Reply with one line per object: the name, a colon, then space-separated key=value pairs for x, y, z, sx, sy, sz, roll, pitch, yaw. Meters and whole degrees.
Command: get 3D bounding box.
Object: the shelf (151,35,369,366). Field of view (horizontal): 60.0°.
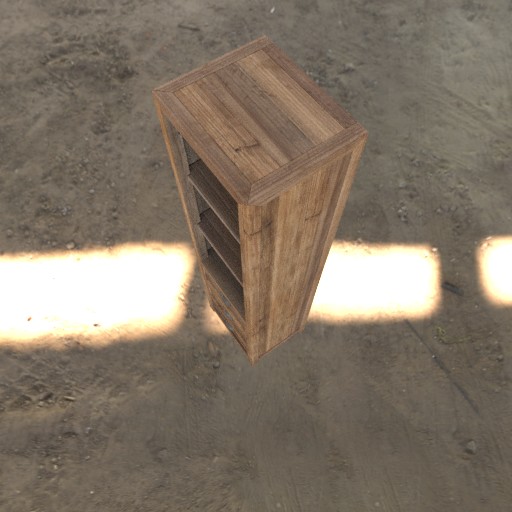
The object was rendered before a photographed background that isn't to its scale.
shelf: x=0.000 y=0.000 z=2.136 sx=0.428 sy=1.900 sz=0.500 roll=-33 pitch=68 yaw=-15
